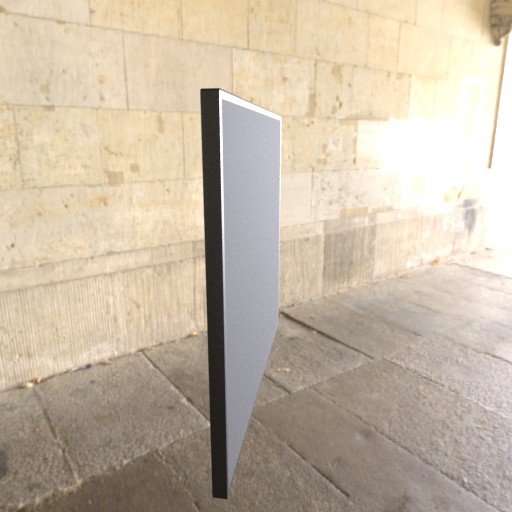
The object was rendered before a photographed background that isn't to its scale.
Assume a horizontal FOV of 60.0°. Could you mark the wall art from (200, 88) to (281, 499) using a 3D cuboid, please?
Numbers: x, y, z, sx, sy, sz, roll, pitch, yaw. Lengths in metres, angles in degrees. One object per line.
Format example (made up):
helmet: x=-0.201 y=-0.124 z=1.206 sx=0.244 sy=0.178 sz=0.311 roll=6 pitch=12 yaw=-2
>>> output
wall art: x=0.000 y=0.000 z=0.707 sx=0.018 sy=0.450 sz=0.521 roll=2 pitch=15 yaw=9
